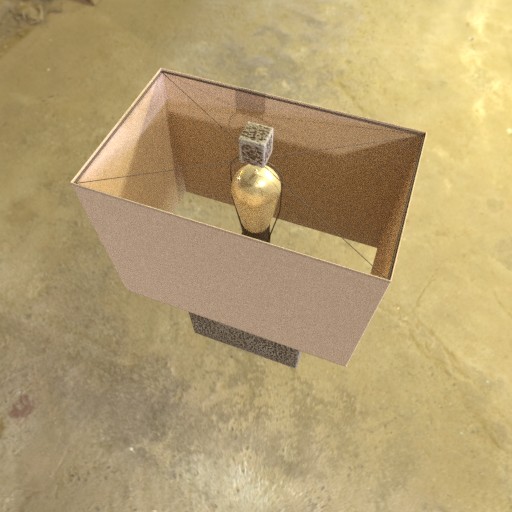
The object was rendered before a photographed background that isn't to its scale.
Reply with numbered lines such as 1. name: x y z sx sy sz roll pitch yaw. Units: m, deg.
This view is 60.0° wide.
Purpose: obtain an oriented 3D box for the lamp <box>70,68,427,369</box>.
1. lamp: 0.000 0.000 0.570 0.294 0.411 0.180 18 59 11
